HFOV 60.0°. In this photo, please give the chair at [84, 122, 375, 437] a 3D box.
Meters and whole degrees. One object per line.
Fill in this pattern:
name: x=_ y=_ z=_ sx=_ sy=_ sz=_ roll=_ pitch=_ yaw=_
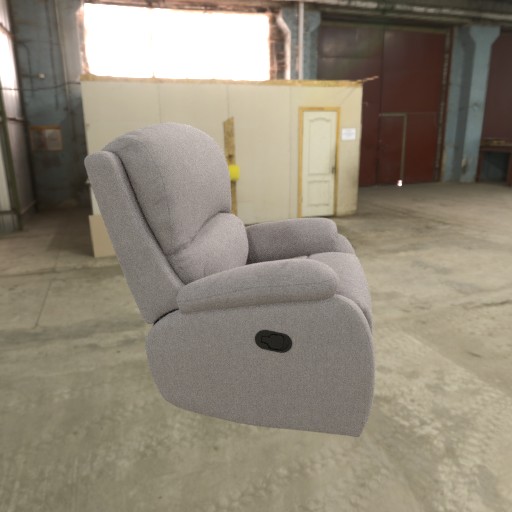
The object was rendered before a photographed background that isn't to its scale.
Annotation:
chair: x=0.000 y=0.000 z=1.748 sx=0.899 sy=1.011 sz=0.930 roll=3 pitch=16 yaw=9
